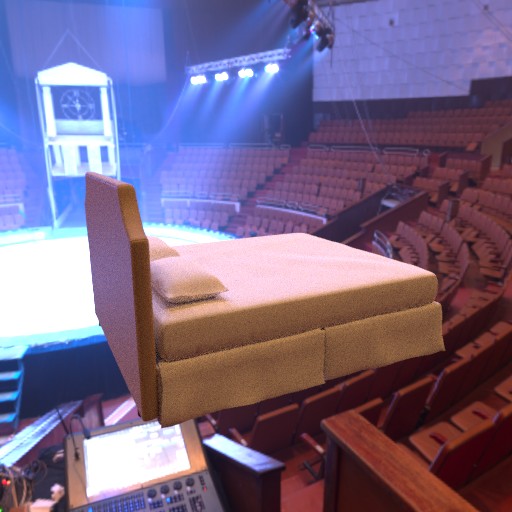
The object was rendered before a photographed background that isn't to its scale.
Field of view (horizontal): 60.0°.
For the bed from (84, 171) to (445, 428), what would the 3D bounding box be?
[{"bbox_3d":[0.000,0.000,4.259,2.773,1.590,2.350,-7,16,-26],"label":"bed"}]
